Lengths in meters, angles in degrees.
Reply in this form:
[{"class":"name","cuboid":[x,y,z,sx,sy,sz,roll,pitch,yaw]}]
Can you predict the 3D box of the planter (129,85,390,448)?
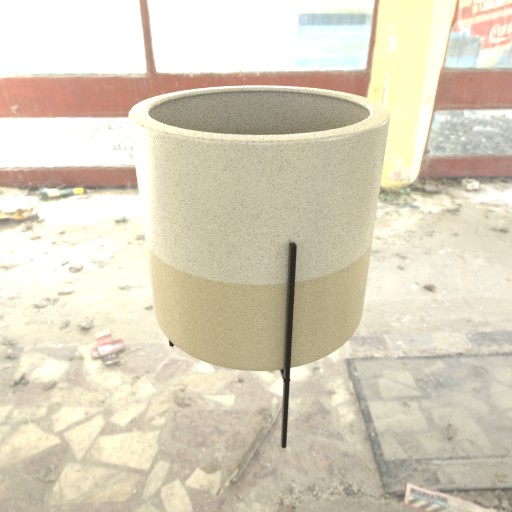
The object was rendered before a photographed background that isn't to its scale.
[{"class":"planter","cuboid":[0.000,0.000,0.740,0.368,0.484,0.359,9,31,15]}]
